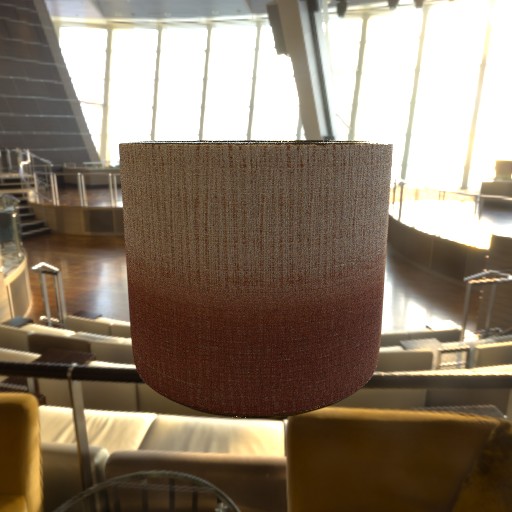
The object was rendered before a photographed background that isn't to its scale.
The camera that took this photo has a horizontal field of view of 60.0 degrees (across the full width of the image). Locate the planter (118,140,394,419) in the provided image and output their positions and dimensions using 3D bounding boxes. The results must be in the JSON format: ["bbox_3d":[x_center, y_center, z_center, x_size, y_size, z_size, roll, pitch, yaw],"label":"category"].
[{"bbox_3d":[0.000,0.000,0.313,0.178,0.157,0.178,0,15,0],"label":"planter"}]
